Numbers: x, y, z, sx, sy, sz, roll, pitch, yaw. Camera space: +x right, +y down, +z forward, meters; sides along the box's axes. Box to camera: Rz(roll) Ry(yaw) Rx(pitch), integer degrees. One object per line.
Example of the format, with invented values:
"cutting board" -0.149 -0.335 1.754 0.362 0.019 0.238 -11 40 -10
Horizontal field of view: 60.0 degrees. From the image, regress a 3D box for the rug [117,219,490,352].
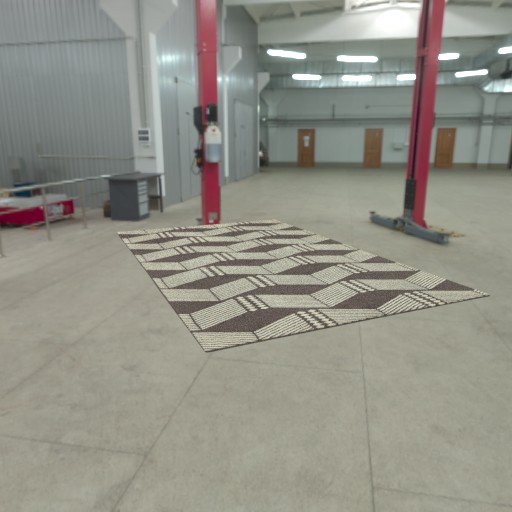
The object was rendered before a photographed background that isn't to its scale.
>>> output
"rug" 0.000 0.000 3.025 1.517 0.011 2.435 -7 16 -24
